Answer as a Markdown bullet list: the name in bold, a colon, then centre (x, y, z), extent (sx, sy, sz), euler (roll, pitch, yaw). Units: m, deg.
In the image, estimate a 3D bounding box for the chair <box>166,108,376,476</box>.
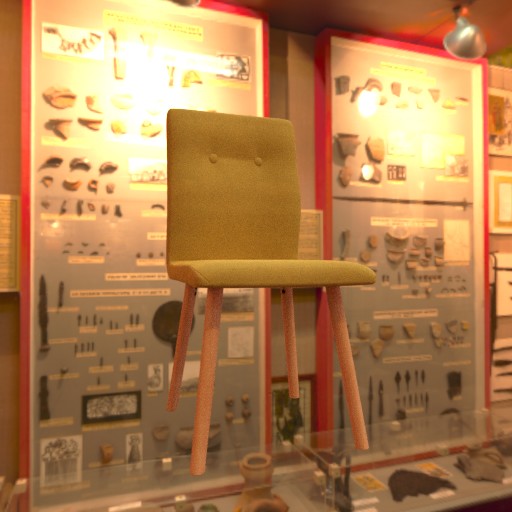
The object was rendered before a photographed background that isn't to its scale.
- **chair**: centre (0.000, 0.000, 1.260), extent (0.450, 0.965, 0.550), euler (0, -1, -18)
